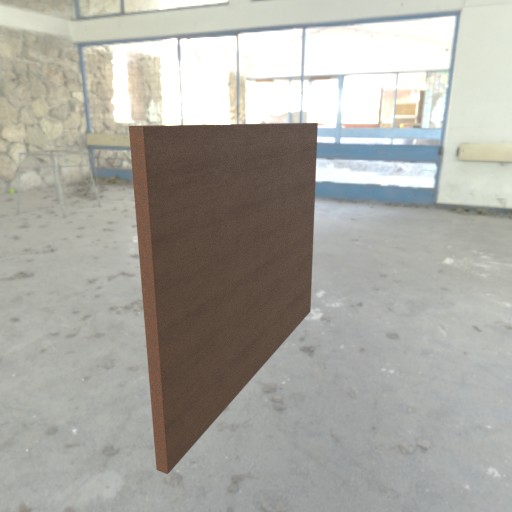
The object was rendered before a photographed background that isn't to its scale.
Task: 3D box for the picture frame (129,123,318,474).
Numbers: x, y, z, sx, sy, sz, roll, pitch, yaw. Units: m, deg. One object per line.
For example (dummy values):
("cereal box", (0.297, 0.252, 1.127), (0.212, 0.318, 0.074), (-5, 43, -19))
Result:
("picture frame", (0.000, 0.000, 1.780), (0.045, 1.018, 1.329), (8, 19, 24))
